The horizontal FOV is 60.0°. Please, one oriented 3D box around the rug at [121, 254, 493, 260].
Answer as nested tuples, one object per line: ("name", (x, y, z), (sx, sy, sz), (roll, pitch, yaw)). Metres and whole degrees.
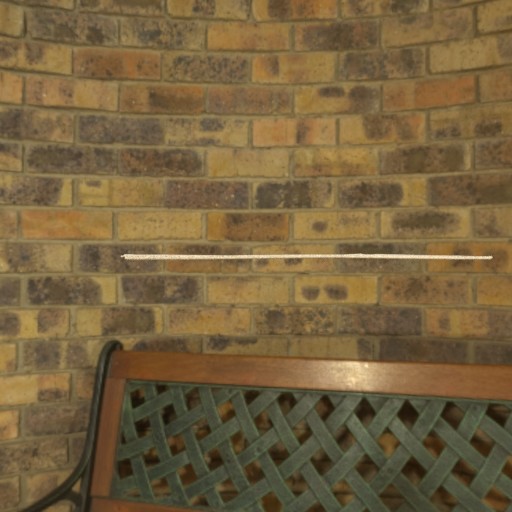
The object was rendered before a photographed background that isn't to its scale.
("rug", (0.000, 0.000, 4.758), (2.757, 0.051, 3.626), (0, 0, -17))
